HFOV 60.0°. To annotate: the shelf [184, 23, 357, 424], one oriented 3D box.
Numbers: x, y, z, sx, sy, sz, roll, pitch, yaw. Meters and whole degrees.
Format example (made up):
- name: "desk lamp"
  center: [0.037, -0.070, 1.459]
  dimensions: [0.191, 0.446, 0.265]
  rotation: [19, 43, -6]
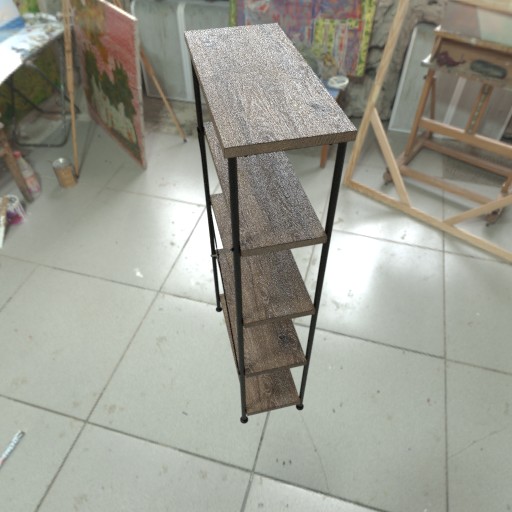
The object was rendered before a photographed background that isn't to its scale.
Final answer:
- name: "shelf"
  center: [0.000, 0.000, 2.027]
  dimensions: [0.360, 1.700, 0.800]
  rotation: [-10, 47, -9]
